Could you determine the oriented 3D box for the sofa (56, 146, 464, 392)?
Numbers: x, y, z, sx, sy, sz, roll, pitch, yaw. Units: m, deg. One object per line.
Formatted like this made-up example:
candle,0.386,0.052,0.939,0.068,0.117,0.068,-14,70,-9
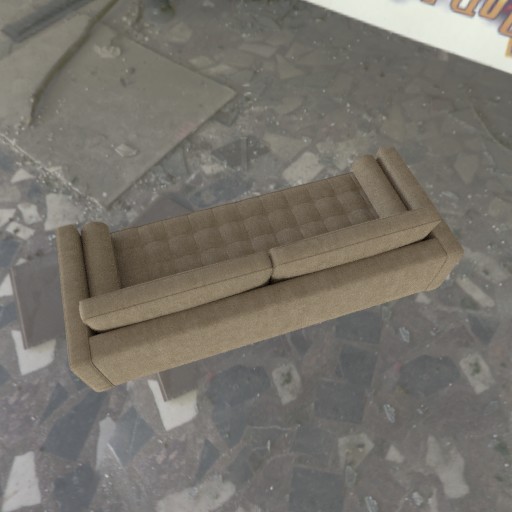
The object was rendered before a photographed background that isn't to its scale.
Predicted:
sofa,0.000,0.000,2.695,2.200,0.770,0.919,-15,60,-9
